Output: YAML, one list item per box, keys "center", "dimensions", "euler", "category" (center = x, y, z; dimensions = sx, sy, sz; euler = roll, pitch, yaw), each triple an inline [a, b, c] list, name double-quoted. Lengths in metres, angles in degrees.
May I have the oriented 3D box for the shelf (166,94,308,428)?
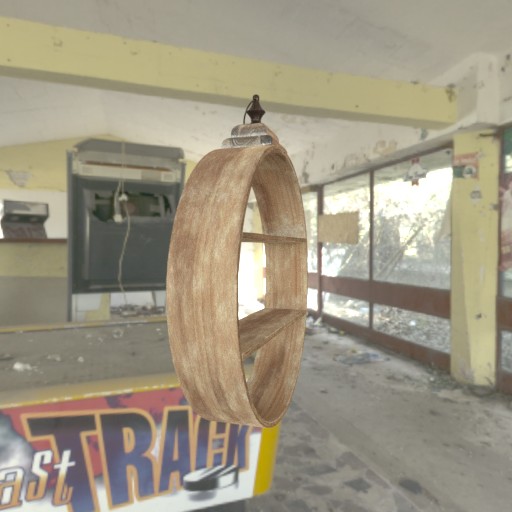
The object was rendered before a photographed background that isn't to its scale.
- center: [0.000, 0.000, 1.003]
  dimensions: [0.125, 0.725, 0.601]
  euler: [0, 1, 18]
  category: "shelf"
